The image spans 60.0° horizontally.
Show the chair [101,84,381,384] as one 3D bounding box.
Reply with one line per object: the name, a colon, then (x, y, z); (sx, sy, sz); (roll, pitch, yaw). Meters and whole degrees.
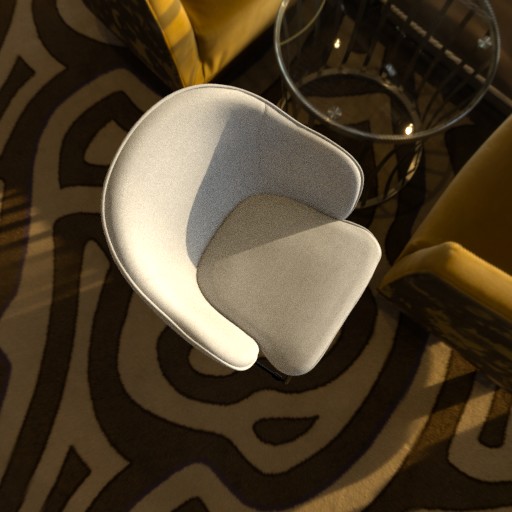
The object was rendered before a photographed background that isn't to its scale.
chair: (0.000, 0.000, 1.223); (0.592, 0.817, 0.570); (32, 79, 7)
